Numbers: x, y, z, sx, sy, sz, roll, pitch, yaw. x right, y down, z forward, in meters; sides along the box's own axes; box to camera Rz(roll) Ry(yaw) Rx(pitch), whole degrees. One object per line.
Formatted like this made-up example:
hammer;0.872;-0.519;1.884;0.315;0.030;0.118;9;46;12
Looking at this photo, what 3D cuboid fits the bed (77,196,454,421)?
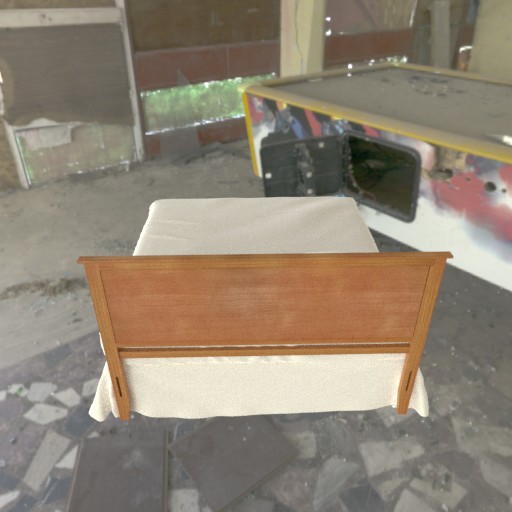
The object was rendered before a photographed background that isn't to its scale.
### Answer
bed;0.000;0.000;3.593;2.317;1.270;2.215;-1;31;-1
